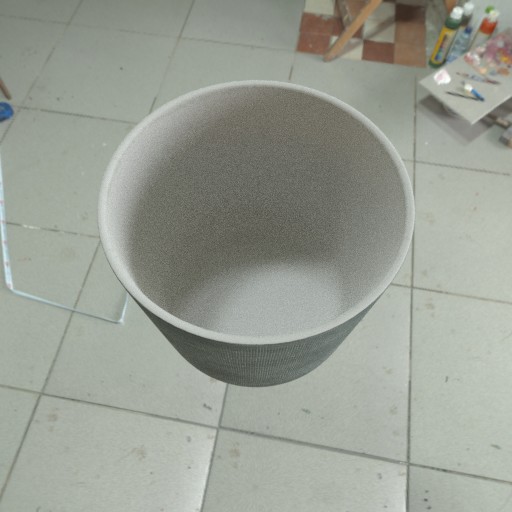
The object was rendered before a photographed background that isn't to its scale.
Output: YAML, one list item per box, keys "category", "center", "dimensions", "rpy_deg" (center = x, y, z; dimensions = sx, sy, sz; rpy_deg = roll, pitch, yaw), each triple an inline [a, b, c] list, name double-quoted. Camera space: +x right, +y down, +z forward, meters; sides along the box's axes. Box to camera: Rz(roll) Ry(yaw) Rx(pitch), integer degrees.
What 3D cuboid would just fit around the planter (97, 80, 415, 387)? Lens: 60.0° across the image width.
- category: "planter"
  center: [0.000, 0.000, 0.796]
  dimensions: [0.440, 0.398, 0.440]
  rpy_deg: [0, 63, 0]
